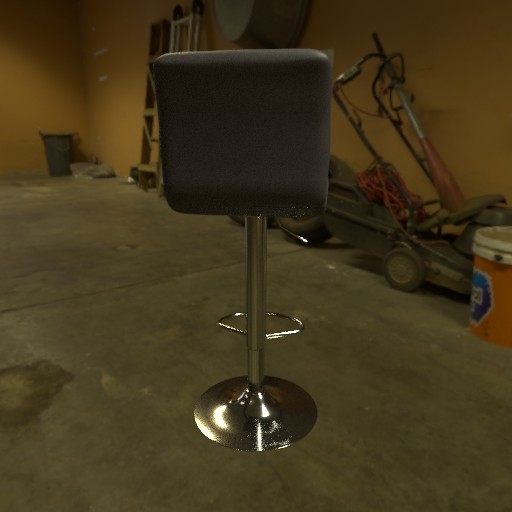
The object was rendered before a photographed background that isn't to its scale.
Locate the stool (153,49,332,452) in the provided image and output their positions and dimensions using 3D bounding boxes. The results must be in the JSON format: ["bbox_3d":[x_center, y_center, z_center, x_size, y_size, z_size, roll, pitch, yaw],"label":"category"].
[{"bbox_3d":[0.000,0.000,1.385,0.430,1.115,0.505,3,17,9],"label":"stool"}]
